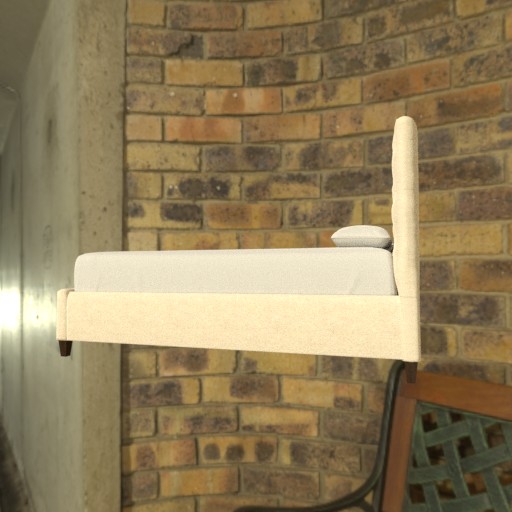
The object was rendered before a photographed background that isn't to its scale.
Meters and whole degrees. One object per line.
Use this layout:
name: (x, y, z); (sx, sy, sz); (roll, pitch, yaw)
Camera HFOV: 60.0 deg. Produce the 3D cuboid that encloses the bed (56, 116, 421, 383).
bed: (0.000, 0.000, 3.506); (2.387, 1.427, 1.698); (-1, -2, 19)
